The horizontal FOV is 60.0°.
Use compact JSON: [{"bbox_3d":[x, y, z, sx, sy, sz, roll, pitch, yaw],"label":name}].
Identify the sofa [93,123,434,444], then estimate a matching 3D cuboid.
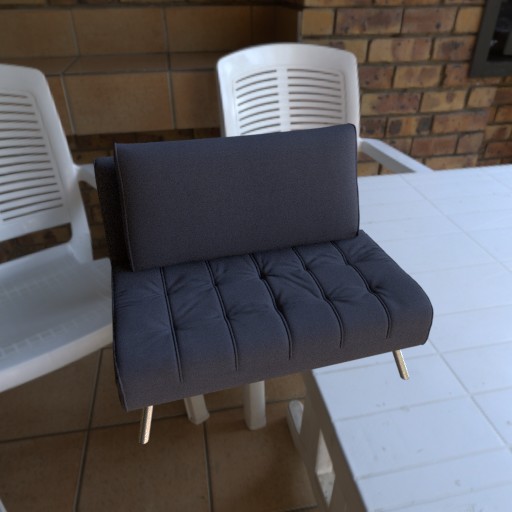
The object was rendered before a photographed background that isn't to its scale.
[{"bbox_3d":[0.000,0.000,1.882,1.220,0.910,0.910,-9,34,-14],"label":"sofa"}]
